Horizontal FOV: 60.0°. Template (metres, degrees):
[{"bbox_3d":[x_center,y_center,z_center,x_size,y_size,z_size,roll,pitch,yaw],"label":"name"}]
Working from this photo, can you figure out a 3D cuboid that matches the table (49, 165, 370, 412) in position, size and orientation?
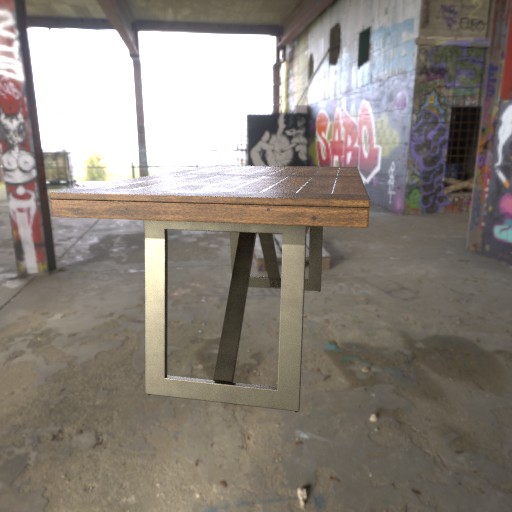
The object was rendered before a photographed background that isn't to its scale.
[{"bbox_3d":[0.000,0.000,2.109,0.931,0.757,1.641,3,15,11],"label":"table"}]
